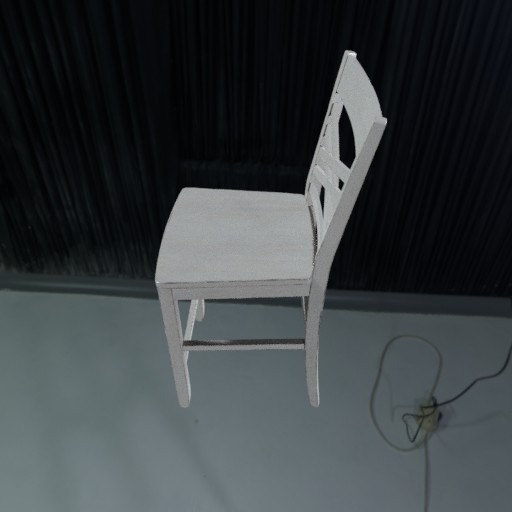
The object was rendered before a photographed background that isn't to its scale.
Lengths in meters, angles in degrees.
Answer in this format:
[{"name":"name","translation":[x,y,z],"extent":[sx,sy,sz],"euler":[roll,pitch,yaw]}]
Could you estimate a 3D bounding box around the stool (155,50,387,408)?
[{"name":"stool","translation":[0.000,0.000,1.371],"extent":[0.539,1.079,0.462],"euler":[1,40,1]}]
